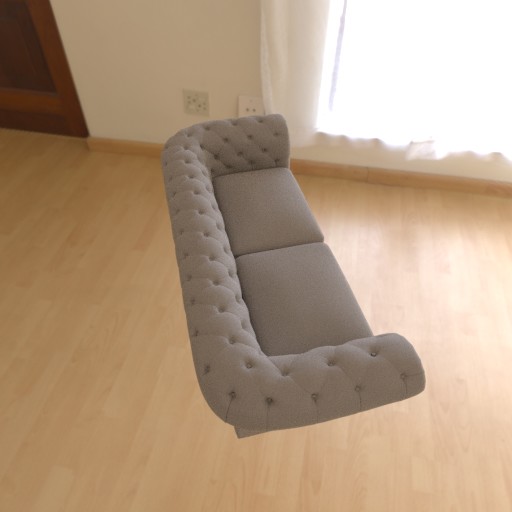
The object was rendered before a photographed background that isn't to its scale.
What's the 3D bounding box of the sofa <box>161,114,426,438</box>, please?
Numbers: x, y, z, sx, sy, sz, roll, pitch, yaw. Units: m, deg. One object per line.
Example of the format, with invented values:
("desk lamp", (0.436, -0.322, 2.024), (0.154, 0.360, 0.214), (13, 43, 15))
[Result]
("sofa", (0.000, 0.000, 2.836), (0.991, 0.749, 2.411), (-10, 47, -9))
